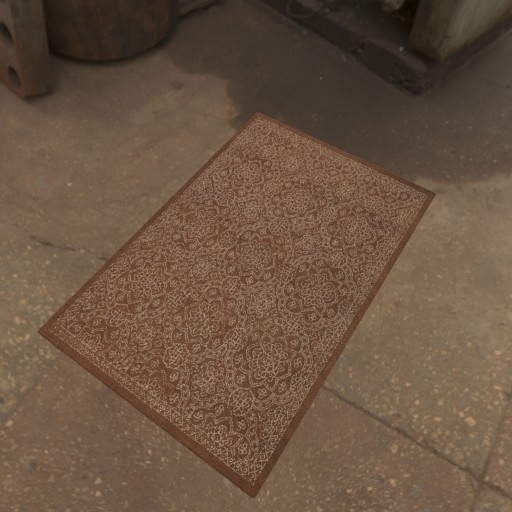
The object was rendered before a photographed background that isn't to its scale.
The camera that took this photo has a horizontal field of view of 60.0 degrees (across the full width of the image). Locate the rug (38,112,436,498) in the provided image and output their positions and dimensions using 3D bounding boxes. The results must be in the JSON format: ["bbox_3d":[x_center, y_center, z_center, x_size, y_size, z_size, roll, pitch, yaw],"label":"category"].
[{"bbox_3d":[0.000,0.000,2.277,1.219,0.010,1.829,30,62,17],"label":"rug"}]
